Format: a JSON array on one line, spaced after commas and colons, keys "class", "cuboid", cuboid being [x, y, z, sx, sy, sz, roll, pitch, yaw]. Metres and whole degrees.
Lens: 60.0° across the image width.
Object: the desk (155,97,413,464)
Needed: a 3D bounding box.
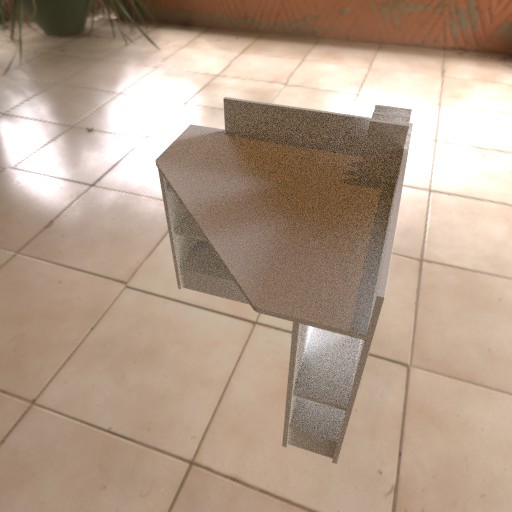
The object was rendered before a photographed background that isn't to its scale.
[{"class": "desk", "cuboid": [0.000, 0.000, 1.734, 0.940, 0.986, 0.940, 13, 44, 14]}]
